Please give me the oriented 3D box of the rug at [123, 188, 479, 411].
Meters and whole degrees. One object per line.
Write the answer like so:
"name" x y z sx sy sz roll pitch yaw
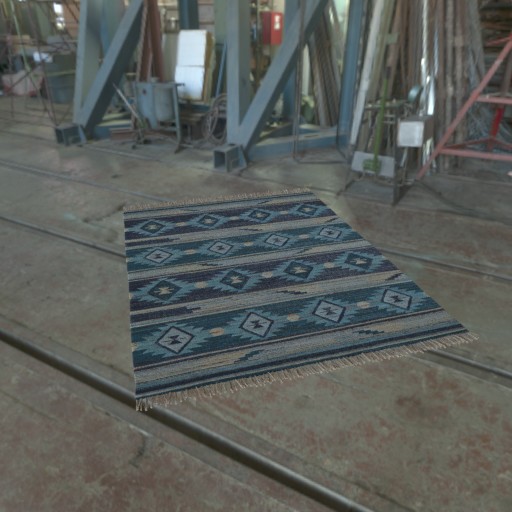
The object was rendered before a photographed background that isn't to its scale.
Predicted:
"rug" 0.000 0.000 4.279 2.418 0.047 3.307 -8 30 -14
